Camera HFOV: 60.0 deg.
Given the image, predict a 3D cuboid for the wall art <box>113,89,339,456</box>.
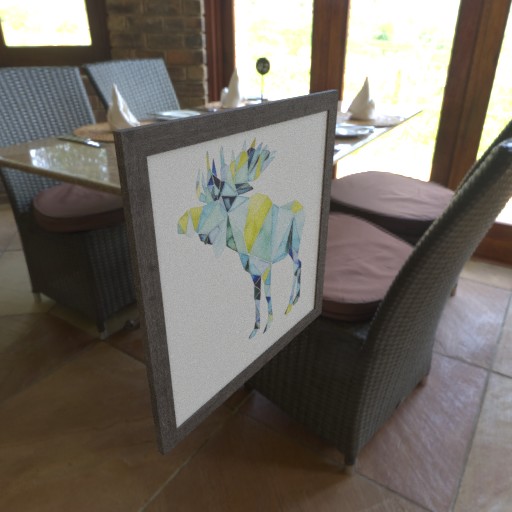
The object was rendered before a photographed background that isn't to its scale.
[{"bbox_3d":[0.000,0.000,0.702,0.013,0.457,0.457,19,32,32],"label":"wall art"}]
